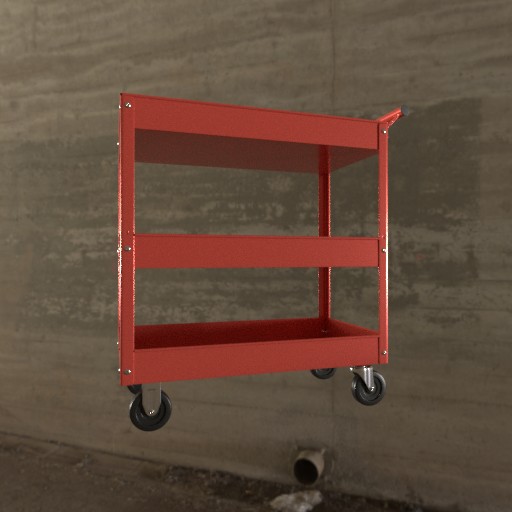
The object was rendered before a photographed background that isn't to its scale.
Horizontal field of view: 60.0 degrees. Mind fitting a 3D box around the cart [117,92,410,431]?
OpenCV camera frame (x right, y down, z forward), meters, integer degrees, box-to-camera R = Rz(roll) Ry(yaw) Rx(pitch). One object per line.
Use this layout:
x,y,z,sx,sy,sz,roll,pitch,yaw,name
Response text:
0.000,0.000,1.210,0.719,0.780,0.366,0,0,-18,cart
